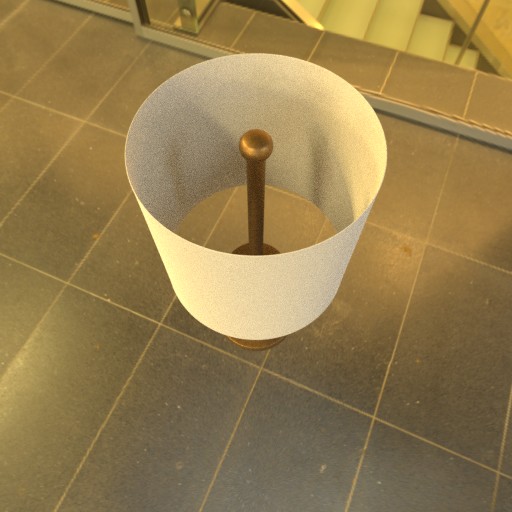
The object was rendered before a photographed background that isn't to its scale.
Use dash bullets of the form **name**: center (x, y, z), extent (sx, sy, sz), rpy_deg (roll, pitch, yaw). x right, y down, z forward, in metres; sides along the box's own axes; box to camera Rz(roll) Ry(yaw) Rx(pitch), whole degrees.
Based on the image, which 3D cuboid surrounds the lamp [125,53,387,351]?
- **lamp**: center (0.000, 0.000, 0.535), extent (0.210, 0.410, 0.210), rpy_deg (4, 63, 2)
